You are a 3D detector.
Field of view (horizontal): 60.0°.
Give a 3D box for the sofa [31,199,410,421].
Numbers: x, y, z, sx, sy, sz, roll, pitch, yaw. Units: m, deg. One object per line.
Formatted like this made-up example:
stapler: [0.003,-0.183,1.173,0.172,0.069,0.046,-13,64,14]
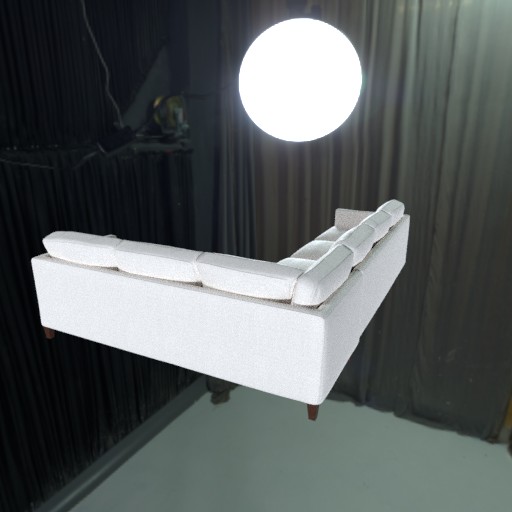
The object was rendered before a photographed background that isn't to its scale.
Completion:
sofa: [0.000,0.000,4.578,2.593,0.947,3.302,9,19,26]
